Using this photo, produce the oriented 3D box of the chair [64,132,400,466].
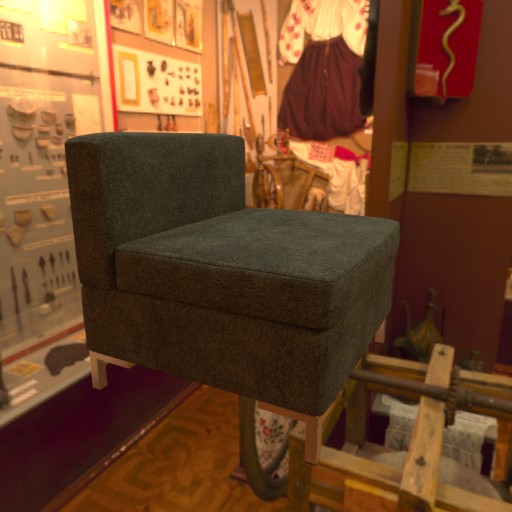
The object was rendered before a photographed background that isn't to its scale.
[{"bbox_3d":[0.000,0.000,1.224,0.680,0.660,0.680,8,17,27],"label":"chair"}]
